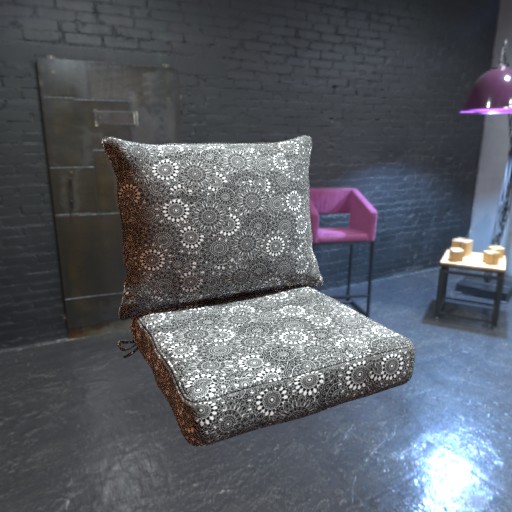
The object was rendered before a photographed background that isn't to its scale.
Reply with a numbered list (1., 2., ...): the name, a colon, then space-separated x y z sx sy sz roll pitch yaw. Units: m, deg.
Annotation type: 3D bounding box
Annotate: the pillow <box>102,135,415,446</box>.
1. pillow: 0.000 0.000 1.369 0.798 0.722 0.740 -7 17 -25
